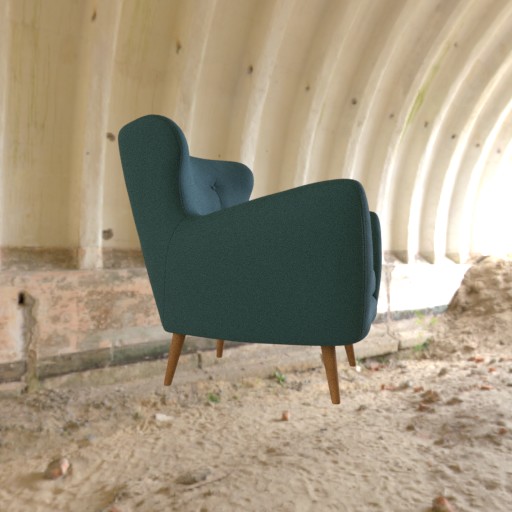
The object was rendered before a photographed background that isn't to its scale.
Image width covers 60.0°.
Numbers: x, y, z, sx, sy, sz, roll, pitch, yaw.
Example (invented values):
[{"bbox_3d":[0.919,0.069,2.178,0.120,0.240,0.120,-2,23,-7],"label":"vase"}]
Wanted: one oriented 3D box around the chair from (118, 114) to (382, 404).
[{"bbox_3d":[0.000,0.000,1.670,0.889,0.889,0.890,0,-1,18],"label":"chair"}]
